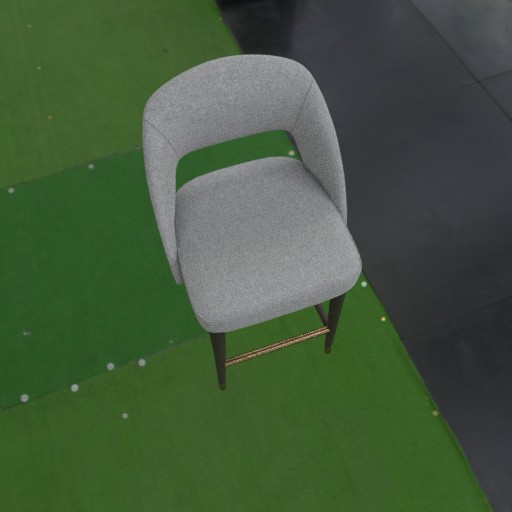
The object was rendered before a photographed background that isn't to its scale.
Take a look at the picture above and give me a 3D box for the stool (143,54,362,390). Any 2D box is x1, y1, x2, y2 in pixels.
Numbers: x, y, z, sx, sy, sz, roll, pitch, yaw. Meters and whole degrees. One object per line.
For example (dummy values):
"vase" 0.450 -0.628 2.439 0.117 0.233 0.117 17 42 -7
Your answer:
"stool" 0.000 0.000 1.345 0.494 1.037 0.509 -17 65 -8
